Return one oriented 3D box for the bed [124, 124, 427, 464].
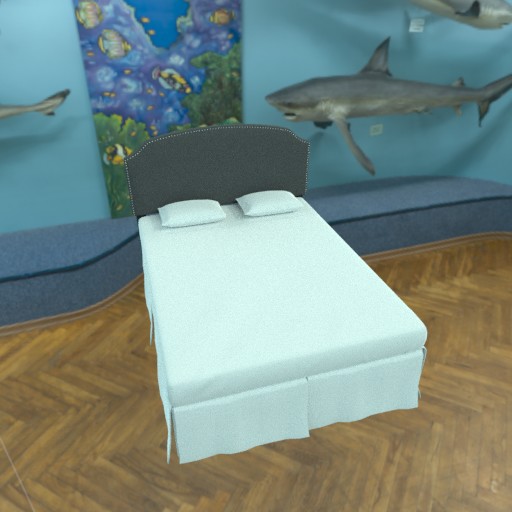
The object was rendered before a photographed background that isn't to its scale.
[{"bbox_3d":[0.000,0.000,3.007,1.558,1.270,1.999,-9,32,-14],"label":"bed"}]
